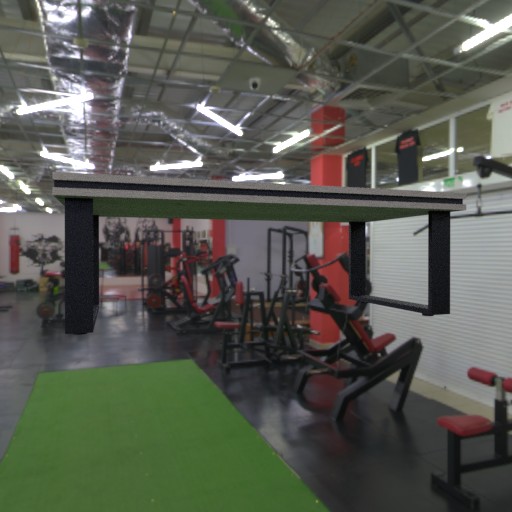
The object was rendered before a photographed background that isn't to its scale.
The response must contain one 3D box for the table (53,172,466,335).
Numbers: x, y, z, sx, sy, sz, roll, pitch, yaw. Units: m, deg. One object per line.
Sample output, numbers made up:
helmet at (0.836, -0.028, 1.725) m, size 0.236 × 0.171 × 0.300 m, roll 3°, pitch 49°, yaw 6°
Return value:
table at (0.000, 0.000, 1.707) m, size 1.350 × 0.450 × 0.700 m, roll 0°, pitch 0°, yaw -18°
